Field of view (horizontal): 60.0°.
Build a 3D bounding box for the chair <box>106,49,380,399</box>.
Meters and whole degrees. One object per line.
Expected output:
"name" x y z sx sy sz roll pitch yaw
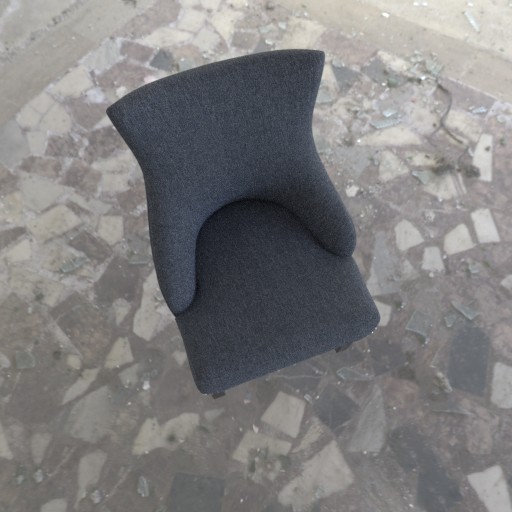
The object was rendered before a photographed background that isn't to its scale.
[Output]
"chair" 0.000 0.000 1.291 0.566 0.909 0.629 -18 66 -8
